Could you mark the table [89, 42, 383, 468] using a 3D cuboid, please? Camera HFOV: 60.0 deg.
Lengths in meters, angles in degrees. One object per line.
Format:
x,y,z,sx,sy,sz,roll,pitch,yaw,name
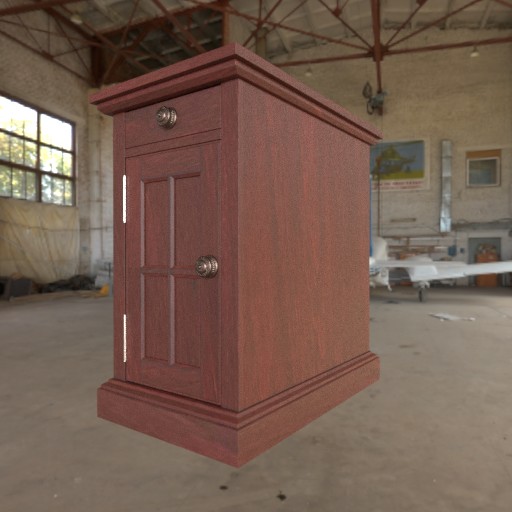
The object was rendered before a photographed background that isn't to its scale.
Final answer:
0.000,0.000,0.971,0.356,0.612,0.584,0,1,36,table
